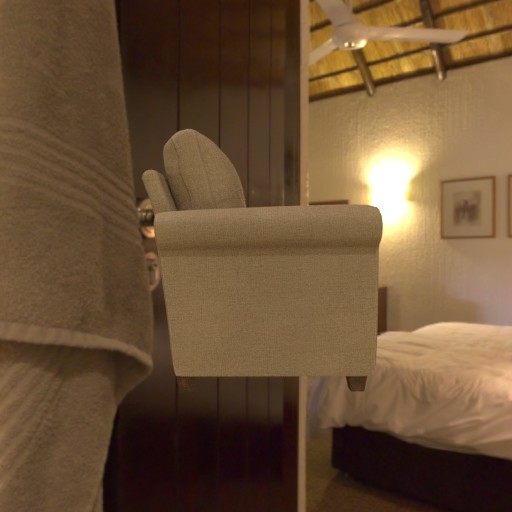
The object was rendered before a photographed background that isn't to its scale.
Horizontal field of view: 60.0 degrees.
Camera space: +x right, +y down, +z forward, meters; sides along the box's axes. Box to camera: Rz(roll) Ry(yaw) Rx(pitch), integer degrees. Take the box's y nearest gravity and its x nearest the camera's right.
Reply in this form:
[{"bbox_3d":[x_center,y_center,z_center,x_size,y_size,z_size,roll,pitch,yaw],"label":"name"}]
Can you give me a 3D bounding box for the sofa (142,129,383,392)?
[{"bbox_3d":[0.000,0.000,2.425,0.842,0.942,1.935,0,0,0],"label":"sofa"}]
